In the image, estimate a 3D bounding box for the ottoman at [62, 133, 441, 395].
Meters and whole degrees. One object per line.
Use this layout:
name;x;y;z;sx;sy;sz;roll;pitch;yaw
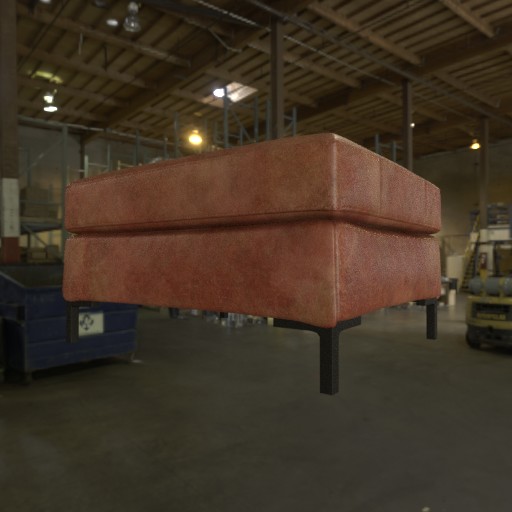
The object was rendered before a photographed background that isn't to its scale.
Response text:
ottoman;0.000;0.000;1.752;1.186;0.667;0.965;0;-1;36
